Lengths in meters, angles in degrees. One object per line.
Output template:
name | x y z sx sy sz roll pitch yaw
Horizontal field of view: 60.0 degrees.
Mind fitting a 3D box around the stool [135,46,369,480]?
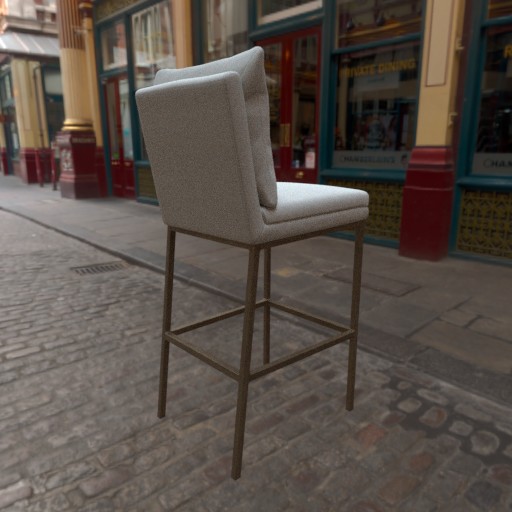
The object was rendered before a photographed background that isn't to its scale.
stool | 0.000 0.000 1.420 0.572 1.125 0.463 -12 17 -41
